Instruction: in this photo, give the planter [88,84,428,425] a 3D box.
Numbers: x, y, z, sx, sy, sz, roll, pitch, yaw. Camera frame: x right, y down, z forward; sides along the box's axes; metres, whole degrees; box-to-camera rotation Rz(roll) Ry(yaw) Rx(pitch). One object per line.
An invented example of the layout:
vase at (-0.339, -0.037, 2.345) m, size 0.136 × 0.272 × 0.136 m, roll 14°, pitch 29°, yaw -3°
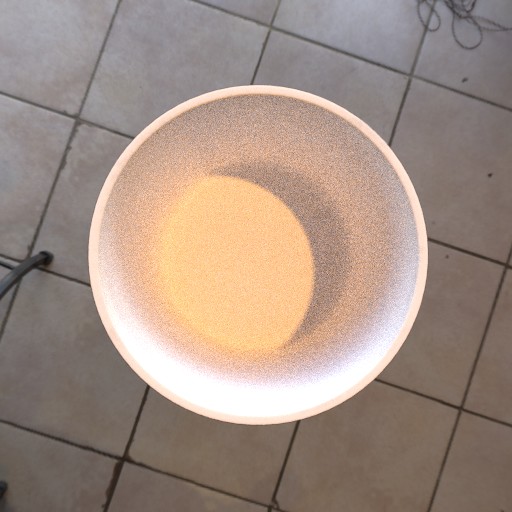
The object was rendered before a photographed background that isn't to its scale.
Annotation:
planter at (0.000, 0.000, 0.440) m, size 0.254 × 0.221 × 0.254 m, roll 0°, pitch 89°, yaw -1°
